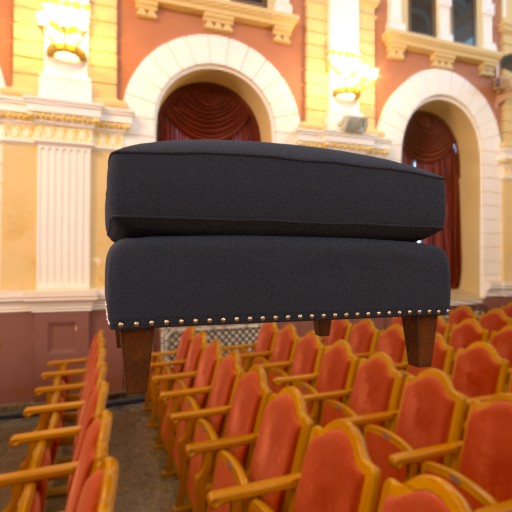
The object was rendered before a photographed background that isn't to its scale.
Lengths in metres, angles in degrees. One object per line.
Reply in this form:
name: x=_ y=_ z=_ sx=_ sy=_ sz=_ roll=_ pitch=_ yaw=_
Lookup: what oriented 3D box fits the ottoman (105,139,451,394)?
ottoman: x=0.000 y=0.000 z=1.151 sx=0.741 sy=0.513 sz=0.584 roll=0 pitch=-1 yaw=-19
